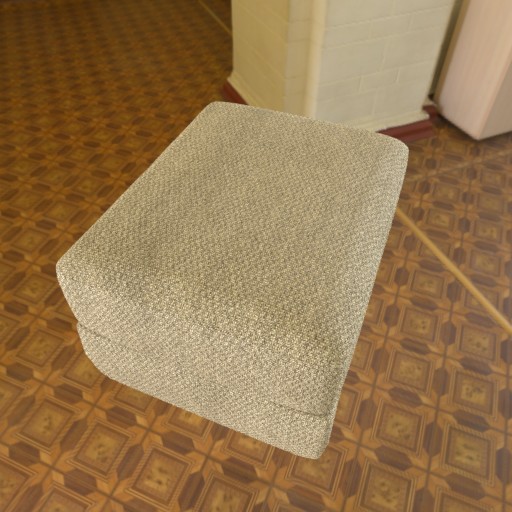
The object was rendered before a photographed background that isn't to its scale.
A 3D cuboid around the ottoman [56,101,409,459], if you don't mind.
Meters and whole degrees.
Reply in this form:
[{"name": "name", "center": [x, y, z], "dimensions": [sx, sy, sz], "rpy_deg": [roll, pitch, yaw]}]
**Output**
[{"name": "ottoman", "center": [0.000, 0.000, 1.136], "dimensions": [0.603, 0.476, 0.751], "rpy_deg": [17, 49, 15]}]
